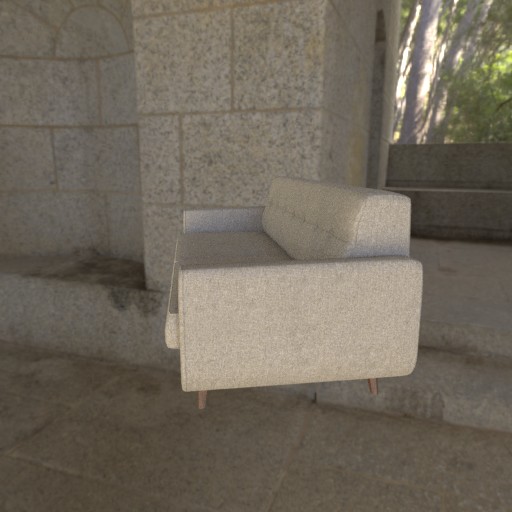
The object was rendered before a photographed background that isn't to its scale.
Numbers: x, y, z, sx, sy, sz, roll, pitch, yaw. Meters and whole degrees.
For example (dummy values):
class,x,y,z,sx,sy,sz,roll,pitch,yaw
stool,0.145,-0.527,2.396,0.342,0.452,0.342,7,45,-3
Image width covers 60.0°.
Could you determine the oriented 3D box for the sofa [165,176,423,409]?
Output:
class,x,y,z,sx,sy,sz,roll,pitch,yaw
sofa,0.000,0.000,2.595,0.968,0.873,2.055,-2,12,-8
